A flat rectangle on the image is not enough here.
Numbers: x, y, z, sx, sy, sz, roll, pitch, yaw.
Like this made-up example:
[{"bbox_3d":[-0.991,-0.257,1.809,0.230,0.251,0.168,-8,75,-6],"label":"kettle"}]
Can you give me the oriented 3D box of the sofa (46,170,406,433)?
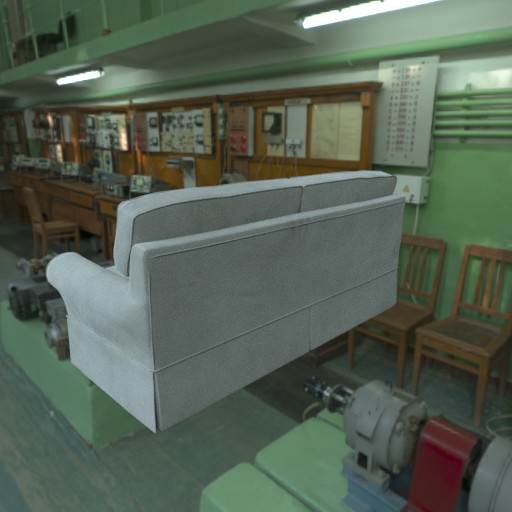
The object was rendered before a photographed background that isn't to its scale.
[{"bbox_3d":[0.000,0.000,2.779,0.900,1.014,2.246,15,22,43],"label":"sofa"}]
